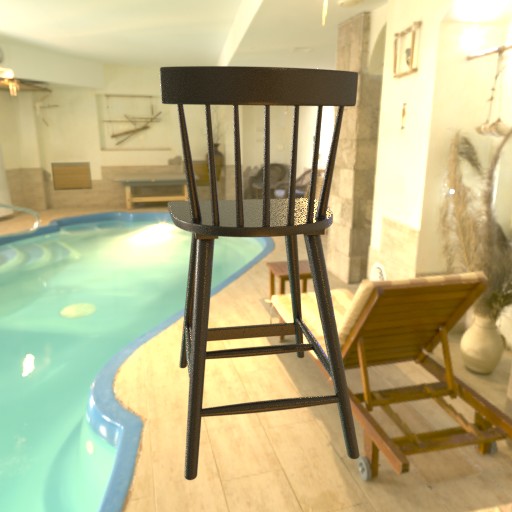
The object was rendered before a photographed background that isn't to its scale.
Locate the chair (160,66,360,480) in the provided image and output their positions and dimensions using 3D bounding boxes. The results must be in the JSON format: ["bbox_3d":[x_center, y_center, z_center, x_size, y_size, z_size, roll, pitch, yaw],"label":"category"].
[{"bbox_3d":[0.000,0.000,1.247,0.483,0.952,0.572,-3,15,-10],"label":"chair"}]
